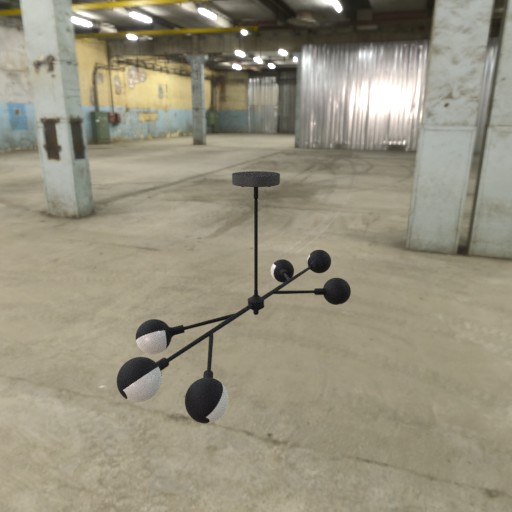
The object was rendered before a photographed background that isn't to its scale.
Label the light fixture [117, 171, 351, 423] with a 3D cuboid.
[{"bbox_3d":[0.000,0.000,0.986,0.778,0.362,0.434,-15,23,-41],"label":"light fixture"}]
